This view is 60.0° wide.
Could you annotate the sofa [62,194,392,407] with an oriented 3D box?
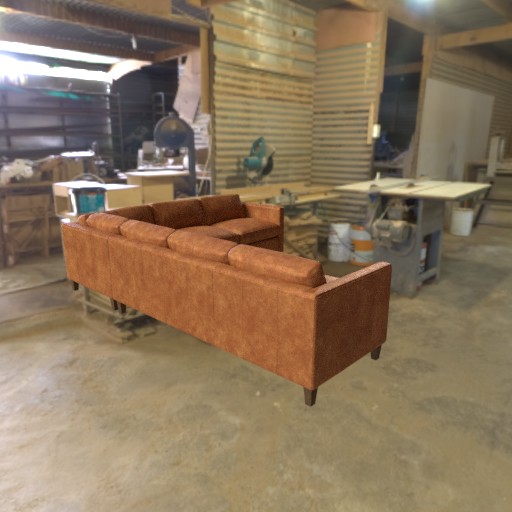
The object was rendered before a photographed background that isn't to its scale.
[{"bbox_3d":[0.000,0.000,4.351,3.167,0.838,2.438,13,20,41],"label":"sofa"}]
